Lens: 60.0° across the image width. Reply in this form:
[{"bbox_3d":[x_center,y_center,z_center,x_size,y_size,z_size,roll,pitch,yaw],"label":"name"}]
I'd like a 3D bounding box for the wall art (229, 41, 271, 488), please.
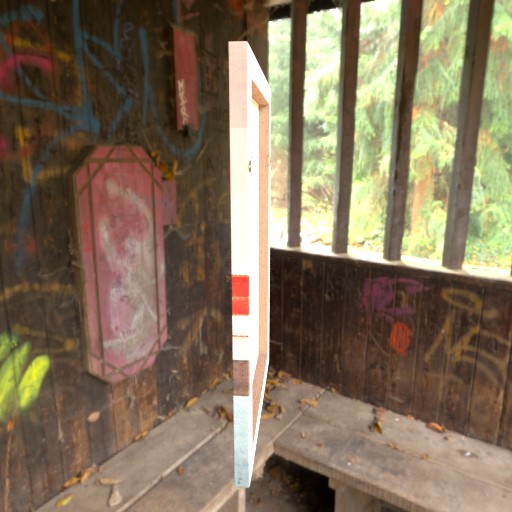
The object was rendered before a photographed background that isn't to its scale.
[{"bbox_3d":[0.000,0.000,1.175,0.038,0.914,0.610,1,13,5],"label":"wall art"}]
